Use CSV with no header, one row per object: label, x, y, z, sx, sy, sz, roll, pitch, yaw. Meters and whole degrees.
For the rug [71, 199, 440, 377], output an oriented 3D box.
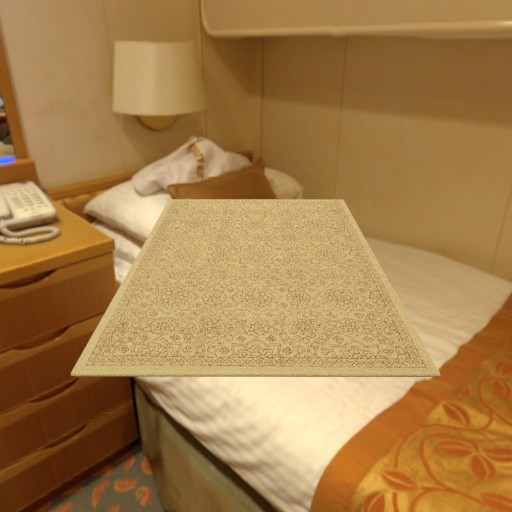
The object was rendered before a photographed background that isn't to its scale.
rug,0.000,0.000,2.277,1.219,0.010,1.829,0,25,0
